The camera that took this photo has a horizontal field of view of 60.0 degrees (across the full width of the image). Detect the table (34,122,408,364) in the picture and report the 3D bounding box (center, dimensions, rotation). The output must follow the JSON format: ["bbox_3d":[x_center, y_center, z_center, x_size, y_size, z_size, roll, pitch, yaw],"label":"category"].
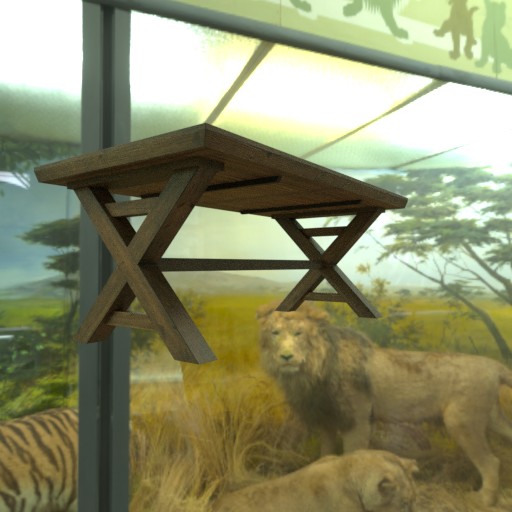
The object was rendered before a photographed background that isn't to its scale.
[{"bbox_3d":[0.000,0.000,2.489,1.071,0.793,1.966,-1,-1,37],"label":"table"}]
